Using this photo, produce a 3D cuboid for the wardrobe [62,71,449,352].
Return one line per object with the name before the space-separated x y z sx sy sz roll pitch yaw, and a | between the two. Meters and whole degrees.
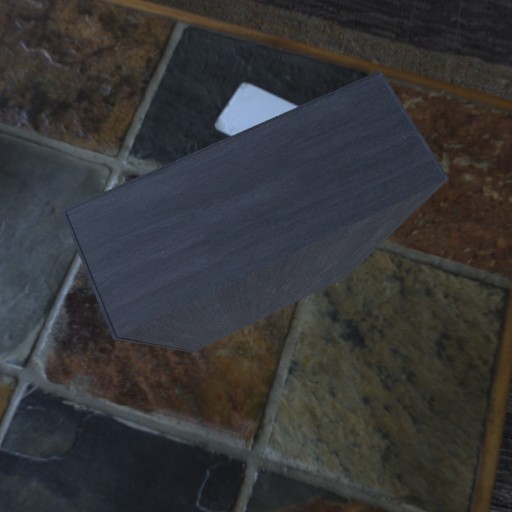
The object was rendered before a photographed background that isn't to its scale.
wardrobe | 0.000 0.000 2.502 1.290 1.910 0.510 -25 78 -6
